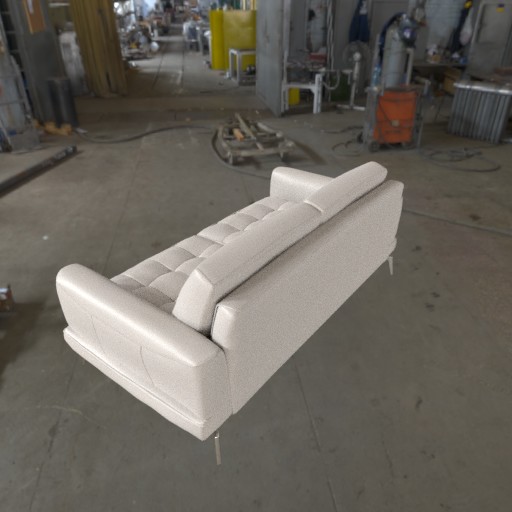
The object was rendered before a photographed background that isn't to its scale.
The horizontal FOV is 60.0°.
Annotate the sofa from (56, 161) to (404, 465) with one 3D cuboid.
[{"bbox_3d":[0.000,0.000,2.788,1.121,0.930,2.177,21,37,31],"label":"sofa"}]
